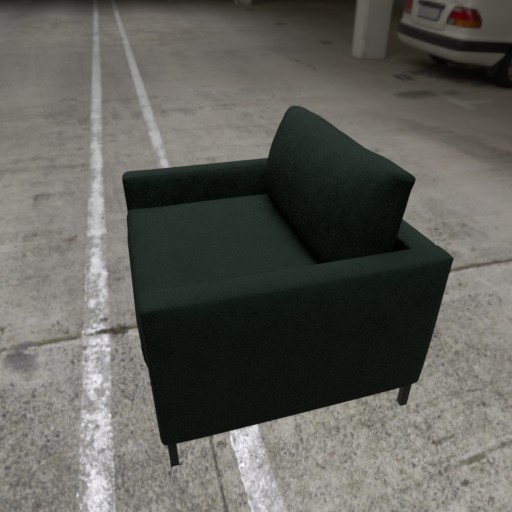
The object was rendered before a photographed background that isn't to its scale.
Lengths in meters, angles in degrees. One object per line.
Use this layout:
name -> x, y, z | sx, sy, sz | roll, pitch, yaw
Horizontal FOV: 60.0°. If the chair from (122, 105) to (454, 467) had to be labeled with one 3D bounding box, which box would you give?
chair -> 0.000, 0.000, 1.579 | 0.866, 0.861, 0.963 | -9, 32, -14
